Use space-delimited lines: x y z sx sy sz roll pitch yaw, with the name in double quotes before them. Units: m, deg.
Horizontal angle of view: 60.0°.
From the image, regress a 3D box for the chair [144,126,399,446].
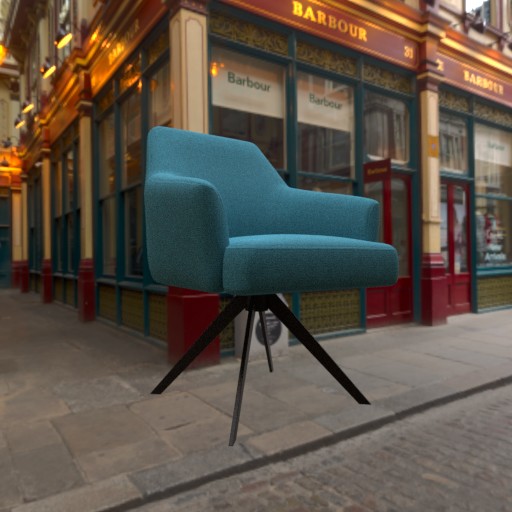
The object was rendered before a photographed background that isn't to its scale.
"chair" 0.000 0.000 1.360 0.642 0.874 0.677 0 0 -36
